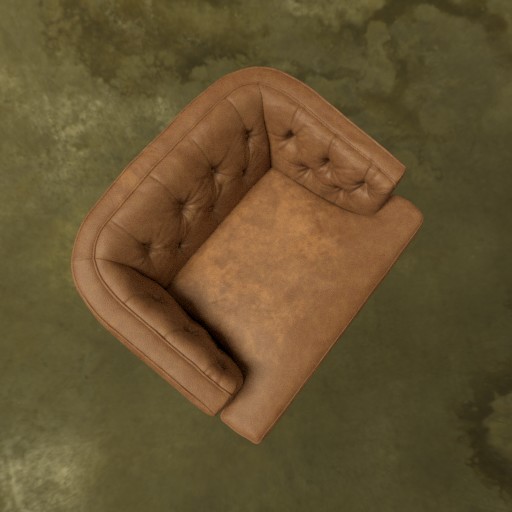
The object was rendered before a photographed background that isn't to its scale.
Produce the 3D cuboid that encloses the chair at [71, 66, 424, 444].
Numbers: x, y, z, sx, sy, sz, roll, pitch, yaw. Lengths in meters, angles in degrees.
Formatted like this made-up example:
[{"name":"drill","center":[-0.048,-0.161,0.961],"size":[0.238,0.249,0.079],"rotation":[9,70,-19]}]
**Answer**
[{"name":"chair","center":[0.000,0.000,1.779],"size":[0.911,0.836,1.119],"rotation":[38,77,10]}]
